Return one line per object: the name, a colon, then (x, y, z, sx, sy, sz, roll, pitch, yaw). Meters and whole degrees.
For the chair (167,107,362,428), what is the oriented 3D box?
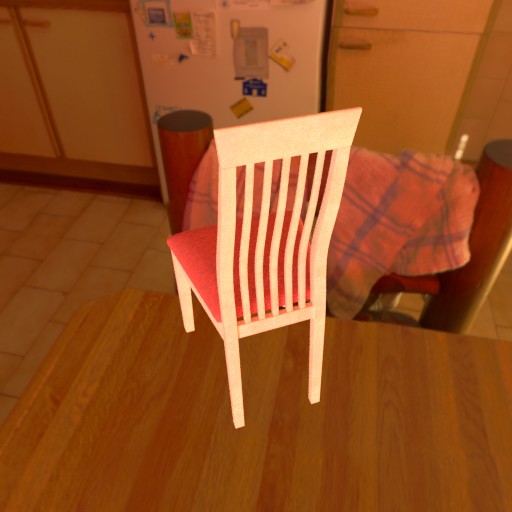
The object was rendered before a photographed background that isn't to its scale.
chair: (0.000, 0.000, 1.294, 0.460, 1.027, 0.474, -13, 44, -14)
